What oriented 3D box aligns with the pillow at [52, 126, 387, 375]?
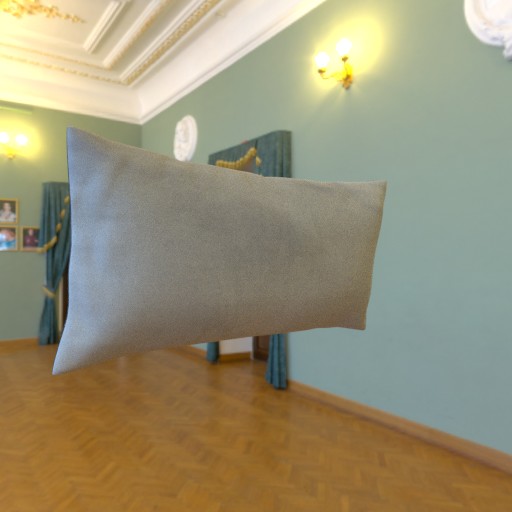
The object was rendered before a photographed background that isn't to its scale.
[{"bbox_3d":[0.000,0.000,0.725,0.608,0.305,0.156,0,-1,-37],"label":"pillow"}]
